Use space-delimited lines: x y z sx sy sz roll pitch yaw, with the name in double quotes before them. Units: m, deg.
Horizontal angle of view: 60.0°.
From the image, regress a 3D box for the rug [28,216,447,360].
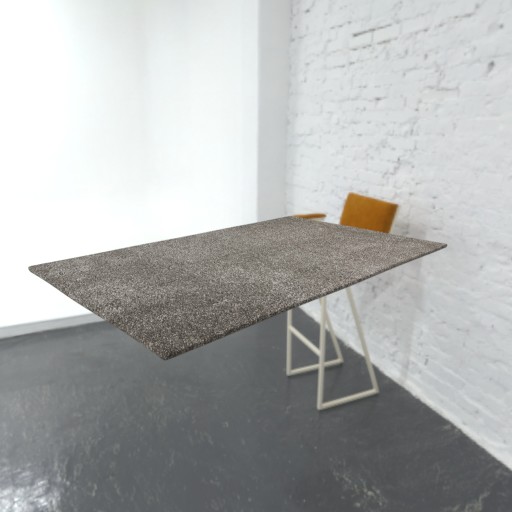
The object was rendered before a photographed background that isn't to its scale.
"rug" 0.000 0.000 2.902 2.352 0.025 1.501 -15 22 -42
